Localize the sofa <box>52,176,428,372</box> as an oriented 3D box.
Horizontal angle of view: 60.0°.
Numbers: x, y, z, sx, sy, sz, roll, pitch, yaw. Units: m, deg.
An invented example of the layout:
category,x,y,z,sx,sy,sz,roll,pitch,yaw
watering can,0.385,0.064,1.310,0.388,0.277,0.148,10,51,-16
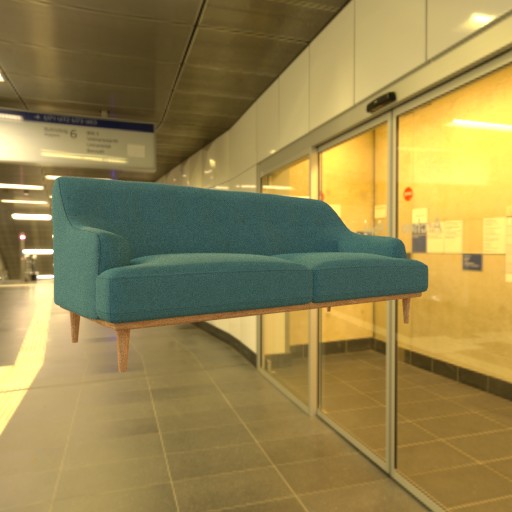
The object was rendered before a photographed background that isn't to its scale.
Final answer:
category,x,y,z,sx,sy,sz,roll,pitch,yaw
sofa,0.000,0.000,2.576,2.057,0.871,0.978,-1,1,-37
